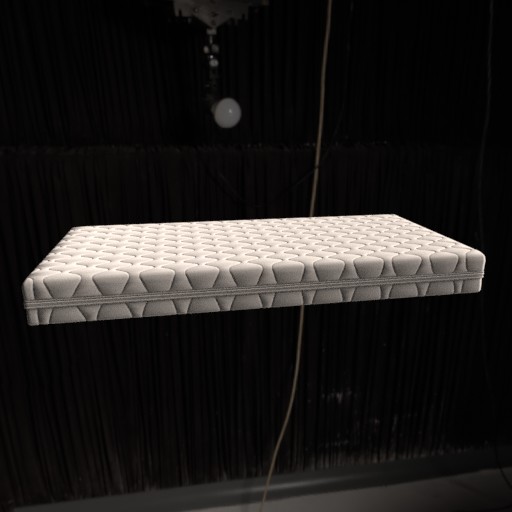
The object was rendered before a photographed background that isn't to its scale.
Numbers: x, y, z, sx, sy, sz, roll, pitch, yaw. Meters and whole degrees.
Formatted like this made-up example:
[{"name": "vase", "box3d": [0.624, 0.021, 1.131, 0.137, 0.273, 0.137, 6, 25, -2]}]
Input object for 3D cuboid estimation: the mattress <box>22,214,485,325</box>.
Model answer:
[{"name": "mattress", "box3d": [0.000, 0.000, 2.308, 2.000, 0.200, 0.900, -3, 17, -10]}]
